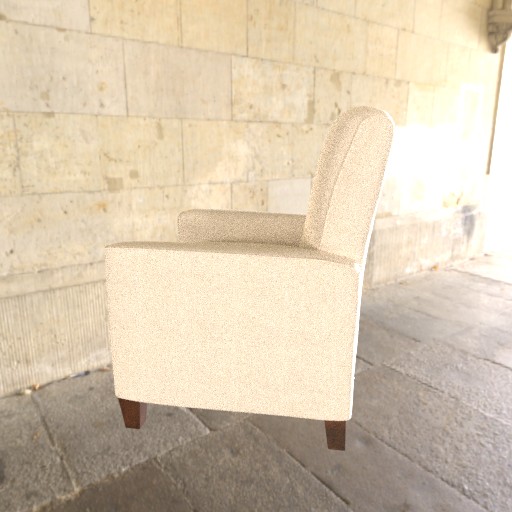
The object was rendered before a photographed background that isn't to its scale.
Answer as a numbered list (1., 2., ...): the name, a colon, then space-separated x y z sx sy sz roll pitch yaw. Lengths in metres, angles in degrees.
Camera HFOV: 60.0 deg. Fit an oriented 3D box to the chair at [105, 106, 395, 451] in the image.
1. chair: 0.000 0.000 1.651 0.858 1.028 0.841 2 14 9
